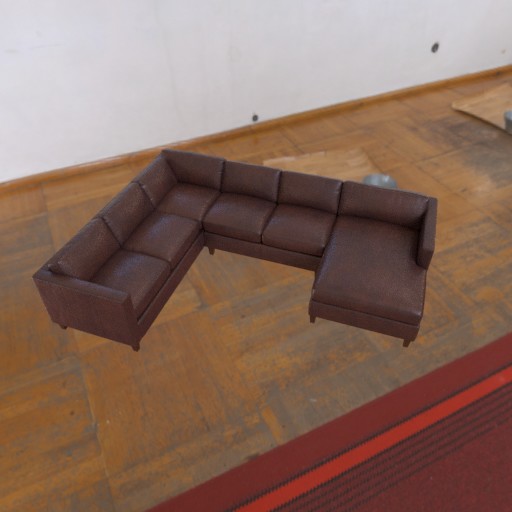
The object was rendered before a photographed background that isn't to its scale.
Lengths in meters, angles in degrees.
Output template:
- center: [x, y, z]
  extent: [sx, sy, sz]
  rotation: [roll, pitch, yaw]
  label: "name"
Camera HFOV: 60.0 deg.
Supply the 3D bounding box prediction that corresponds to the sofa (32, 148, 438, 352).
- center: [0.000, 0.000, 4.519]
  extent: [3.324, 0.891, 2.452]
  rotation: [13, 43, 14]
  label: "sofa"
